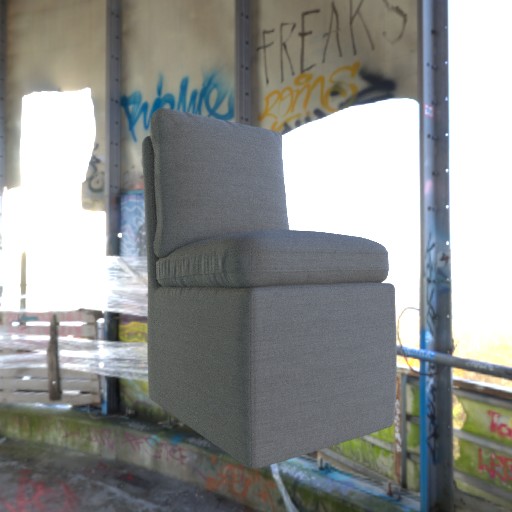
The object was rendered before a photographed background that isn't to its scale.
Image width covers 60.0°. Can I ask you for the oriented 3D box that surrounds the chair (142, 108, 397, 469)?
[{"bbox_3d":[0.000,0.000,1.341,0.503,0.927,0.698,1,-1,-34],"label":"chair"}]
